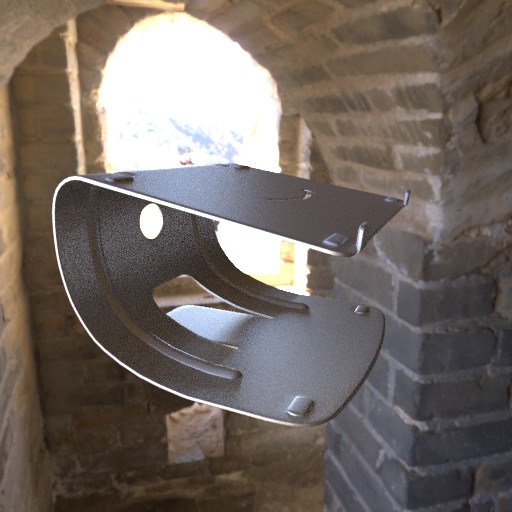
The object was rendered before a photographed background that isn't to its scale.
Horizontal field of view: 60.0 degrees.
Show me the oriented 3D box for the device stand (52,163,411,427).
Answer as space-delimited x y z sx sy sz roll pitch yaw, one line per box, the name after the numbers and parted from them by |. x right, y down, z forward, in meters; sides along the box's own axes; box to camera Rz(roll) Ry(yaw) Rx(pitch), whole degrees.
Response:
0.000 0.000 0.405 0.236 0.155 0.256 6 16 24 | device stand
